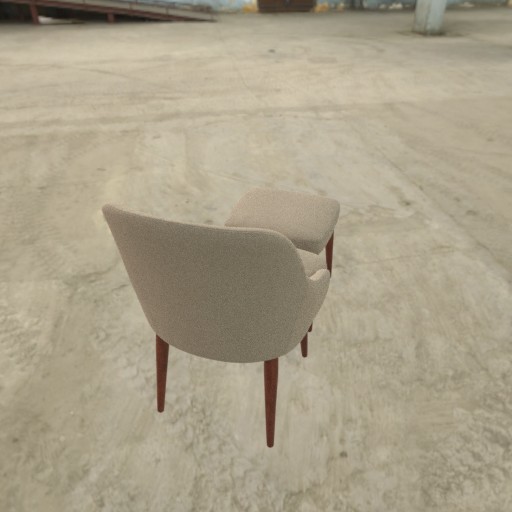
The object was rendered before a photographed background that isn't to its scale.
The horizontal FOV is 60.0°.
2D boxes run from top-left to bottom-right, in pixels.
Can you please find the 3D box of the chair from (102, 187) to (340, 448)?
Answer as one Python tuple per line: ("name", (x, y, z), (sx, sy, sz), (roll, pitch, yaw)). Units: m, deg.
("chair", (0.000, 0.000, 1.614), (0.584, 0.866, 1.114), (11, 35, 16))
